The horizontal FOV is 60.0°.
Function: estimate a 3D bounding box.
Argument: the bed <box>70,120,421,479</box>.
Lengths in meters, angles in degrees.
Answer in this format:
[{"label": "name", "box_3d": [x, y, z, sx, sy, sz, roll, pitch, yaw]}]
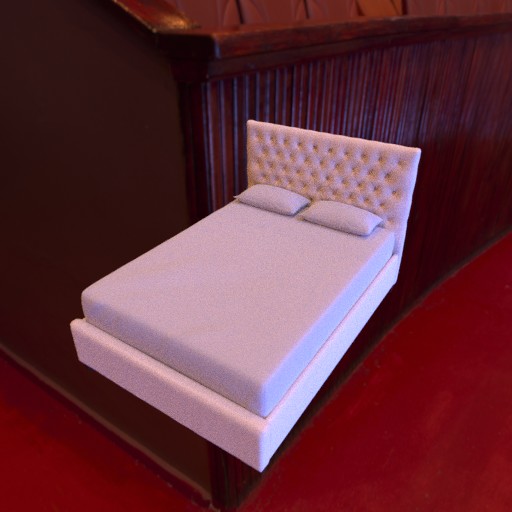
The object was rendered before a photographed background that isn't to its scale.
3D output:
[{"label": "bed", "box_3d": [0.000, 0.000, 3.512, 1.698, 1.427, 2.387, 19, 36, 28]}]
